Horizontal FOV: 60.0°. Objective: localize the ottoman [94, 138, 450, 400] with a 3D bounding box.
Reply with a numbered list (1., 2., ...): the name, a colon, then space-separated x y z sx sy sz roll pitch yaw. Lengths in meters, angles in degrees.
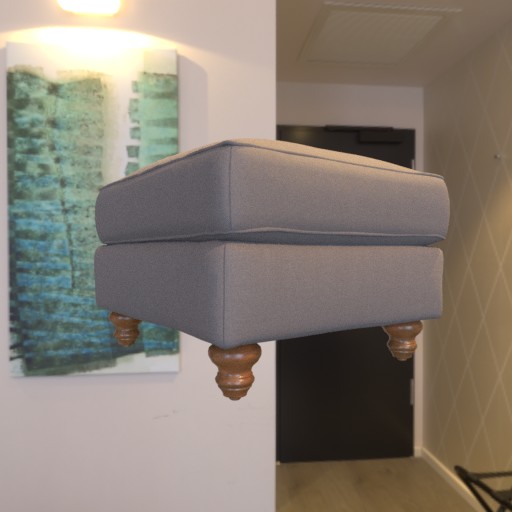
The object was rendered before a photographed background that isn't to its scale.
1. ottoman: 0.000 0.000 1.149 0.662 0.505 0.721 0 1 -36
